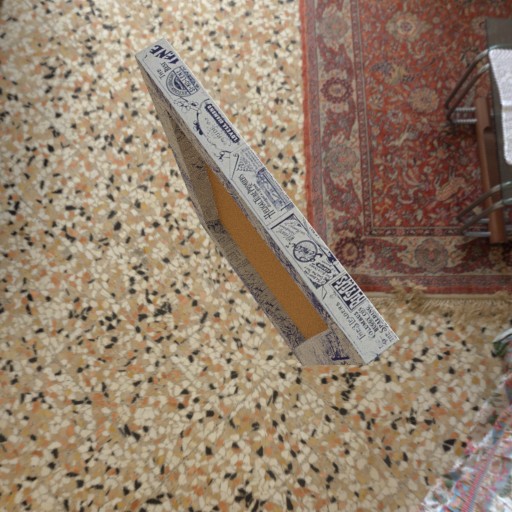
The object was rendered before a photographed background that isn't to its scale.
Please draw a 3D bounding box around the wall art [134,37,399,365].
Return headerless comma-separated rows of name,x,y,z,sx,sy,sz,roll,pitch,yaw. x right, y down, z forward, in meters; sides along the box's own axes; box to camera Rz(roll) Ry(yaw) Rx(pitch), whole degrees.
wall art,0.000,0.000,0.742,0.040,0.601,0.408,-35,79,-8
